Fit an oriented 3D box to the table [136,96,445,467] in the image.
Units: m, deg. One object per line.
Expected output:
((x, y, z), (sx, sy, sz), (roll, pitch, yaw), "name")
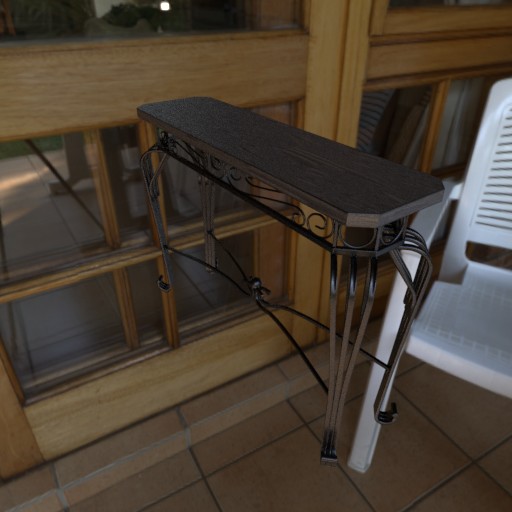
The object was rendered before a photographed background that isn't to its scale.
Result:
((0.000, 0.000, 1.464), (0.329, 0.800, 1.112), (-21, 38, -30), "table")
